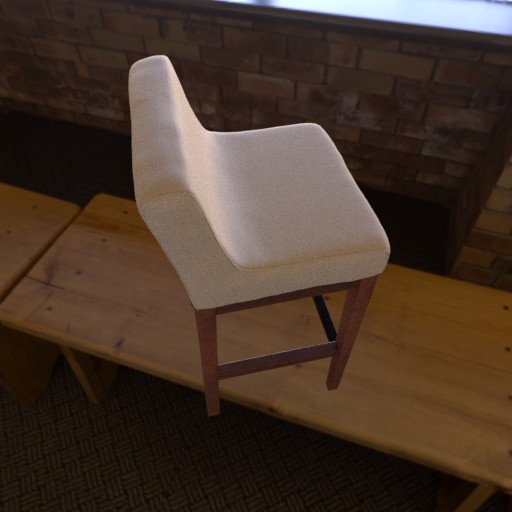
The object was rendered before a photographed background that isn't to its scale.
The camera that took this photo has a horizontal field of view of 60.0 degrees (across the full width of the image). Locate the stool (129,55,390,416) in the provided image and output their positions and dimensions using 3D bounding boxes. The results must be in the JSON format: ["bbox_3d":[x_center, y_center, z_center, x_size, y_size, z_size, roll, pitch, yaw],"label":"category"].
[{"bbox_3d":[0.000,0.000,1.223,0.500,0.937,0.511,-9,49,-8],"label":"stool"}]
